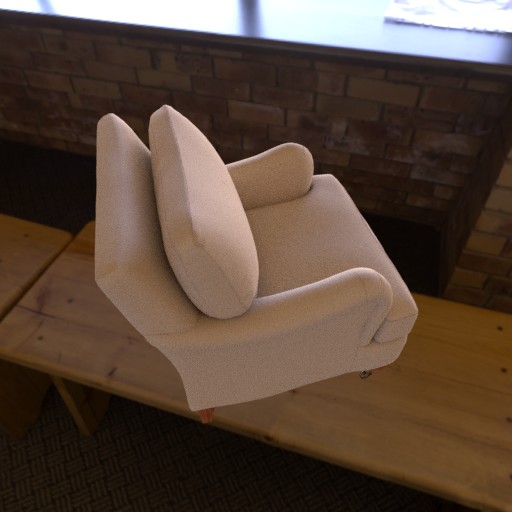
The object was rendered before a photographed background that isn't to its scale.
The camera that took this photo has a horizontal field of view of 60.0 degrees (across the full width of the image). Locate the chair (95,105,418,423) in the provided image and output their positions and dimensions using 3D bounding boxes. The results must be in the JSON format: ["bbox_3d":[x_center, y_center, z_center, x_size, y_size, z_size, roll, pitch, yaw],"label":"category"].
[{"bbox_3d":[0.000,0.000,1.843,1.070,1.038,0.955,-10,46,-10],"label":"chair"}]
